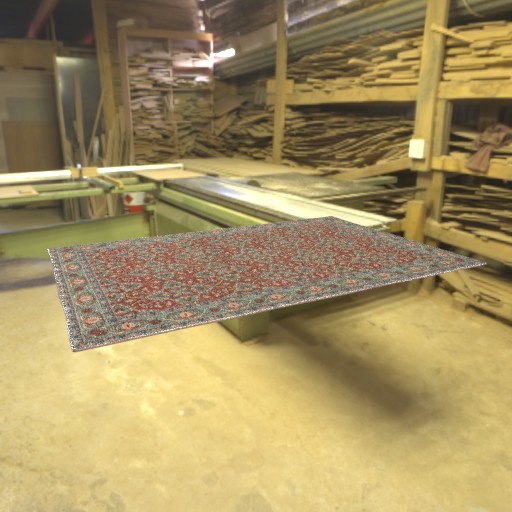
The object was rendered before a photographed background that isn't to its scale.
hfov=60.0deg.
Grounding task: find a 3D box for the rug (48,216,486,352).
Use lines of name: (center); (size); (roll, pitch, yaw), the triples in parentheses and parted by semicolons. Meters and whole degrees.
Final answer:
rug: (0.000, 0.000, 2.205); (1.829, 0.009, 1.219); (-9, 19, -26)
